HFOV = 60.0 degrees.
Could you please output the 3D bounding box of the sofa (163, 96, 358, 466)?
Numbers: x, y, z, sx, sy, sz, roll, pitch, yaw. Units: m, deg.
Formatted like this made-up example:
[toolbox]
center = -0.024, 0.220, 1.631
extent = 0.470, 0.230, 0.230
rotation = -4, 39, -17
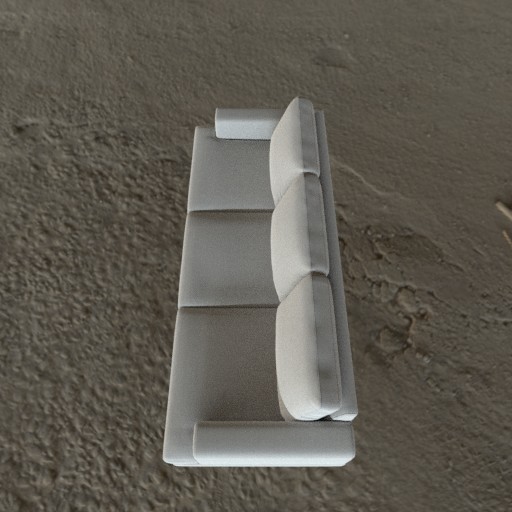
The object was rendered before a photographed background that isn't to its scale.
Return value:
[sofa]
center = 0.000, 0.000, 2.720
extent = 0.920, 0.810, 2.310
rotation = 0, 59, 0
